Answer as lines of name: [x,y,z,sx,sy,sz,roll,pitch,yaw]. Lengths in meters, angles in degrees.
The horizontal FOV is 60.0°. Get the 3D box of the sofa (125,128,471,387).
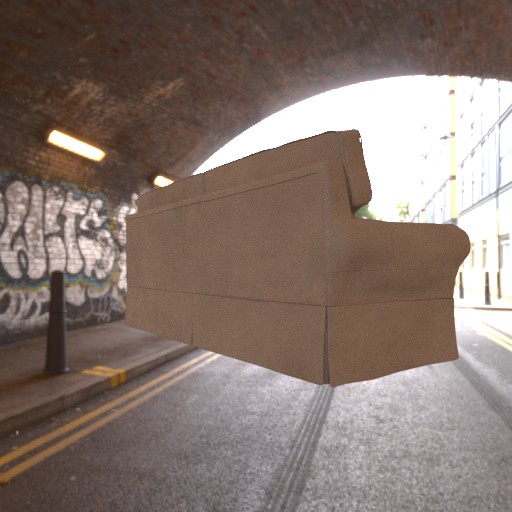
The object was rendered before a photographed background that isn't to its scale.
sofa: [0.000,0.000,2.710,0.900,1.014,2.246,1,-2,-36]
